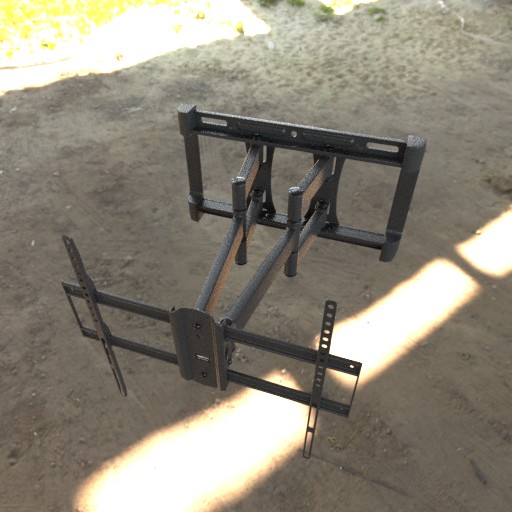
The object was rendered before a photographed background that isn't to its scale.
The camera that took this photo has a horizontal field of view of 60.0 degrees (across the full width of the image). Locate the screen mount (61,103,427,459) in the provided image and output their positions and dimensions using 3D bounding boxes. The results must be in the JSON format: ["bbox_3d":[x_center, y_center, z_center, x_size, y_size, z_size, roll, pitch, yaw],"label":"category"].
[{"bbox_3d":[0.000,0.000,0.919,0.571,0.424,0.556,13,43,14],"label":"screen mount"}]
